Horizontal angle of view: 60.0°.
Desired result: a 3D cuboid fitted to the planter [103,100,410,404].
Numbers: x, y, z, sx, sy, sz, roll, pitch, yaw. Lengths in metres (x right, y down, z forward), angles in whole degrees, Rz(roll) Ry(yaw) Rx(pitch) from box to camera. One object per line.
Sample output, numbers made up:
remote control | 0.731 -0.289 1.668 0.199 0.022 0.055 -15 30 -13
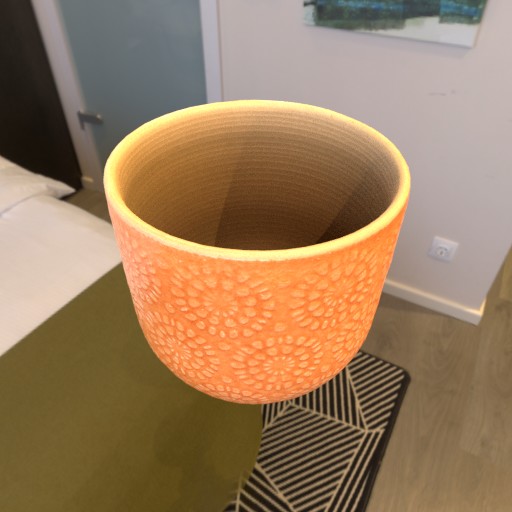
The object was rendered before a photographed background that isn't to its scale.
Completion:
planter | 0.000 0.000 0.293 0.170 0.152 0.170 0 42 0
